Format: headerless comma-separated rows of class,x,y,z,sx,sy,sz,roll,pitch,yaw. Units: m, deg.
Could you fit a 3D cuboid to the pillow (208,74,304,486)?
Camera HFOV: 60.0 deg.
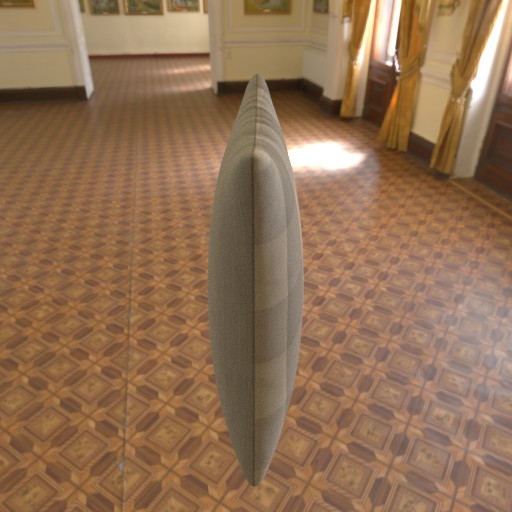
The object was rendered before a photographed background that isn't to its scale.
pillow,0.000,0.000,0.753,0.161,0.509,0.511,0,30,0
